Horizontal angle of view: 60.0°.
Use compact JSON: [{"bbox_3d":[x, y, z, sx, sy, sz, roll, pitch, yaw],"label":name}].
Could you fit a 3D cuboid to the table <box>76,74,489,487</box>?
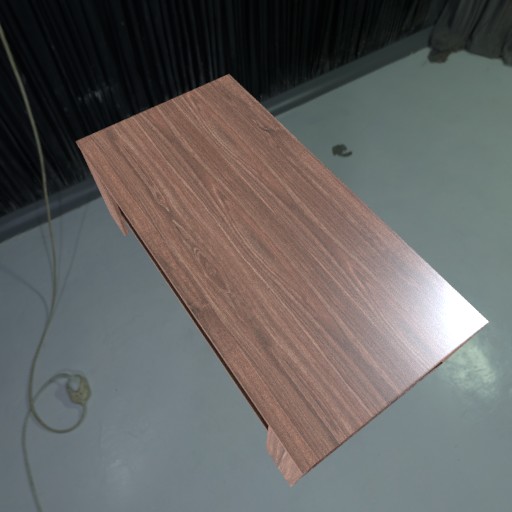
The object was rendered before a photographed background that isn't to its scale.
[{"bbox_3d":[0.000,0.000,1.457,0.600,0.400,1.200,-31,63,-17],"label":"table"}]
